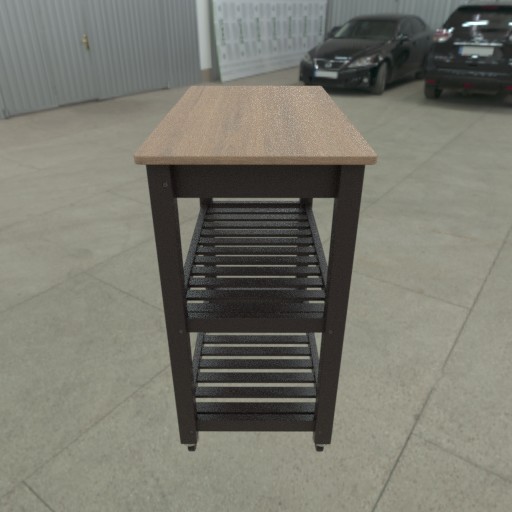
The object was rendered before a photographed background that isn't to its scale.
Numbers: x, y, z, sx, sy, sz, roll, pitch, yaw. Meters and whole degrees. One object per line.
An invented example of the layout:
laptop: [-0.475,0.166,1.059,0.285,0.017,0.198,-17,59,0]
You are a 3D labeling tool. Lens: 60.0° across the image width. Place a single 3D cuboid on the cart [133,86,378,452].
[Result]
cart: [0.000,0.000,1.437,0.457,0.927,0.899,0,29,0]
